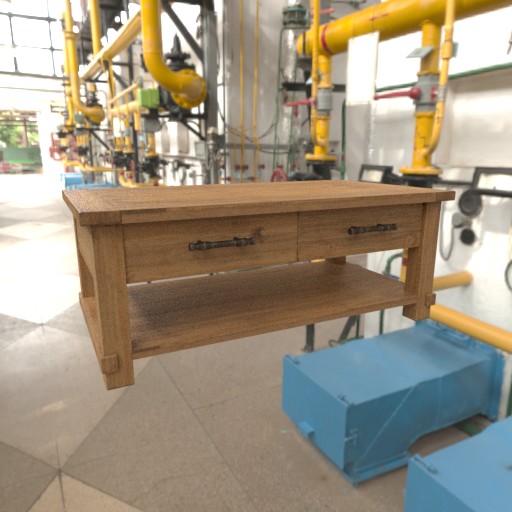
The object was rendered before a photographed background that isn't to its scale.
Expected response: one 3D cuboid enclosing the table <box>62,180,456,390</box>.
[{"bbox_3d":[0.000,0.000,1.675,1.270,0.494,0.693,-7,15,-26],"label":"table"}]
